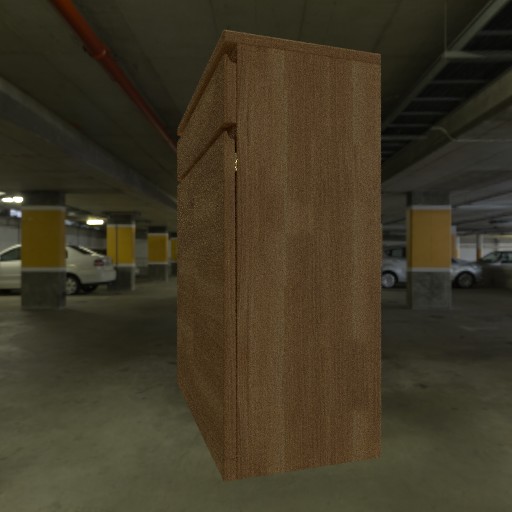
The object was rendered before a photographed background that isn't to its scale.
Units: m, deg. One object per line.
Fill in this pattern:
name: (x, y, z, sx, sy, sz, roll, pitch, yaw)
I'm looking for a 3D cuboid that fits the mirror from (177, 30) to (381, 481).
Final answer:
mirror: (0.000, 0.000, 1.420, 0.400, 1.000, 0.800, 0, 0, -17)
